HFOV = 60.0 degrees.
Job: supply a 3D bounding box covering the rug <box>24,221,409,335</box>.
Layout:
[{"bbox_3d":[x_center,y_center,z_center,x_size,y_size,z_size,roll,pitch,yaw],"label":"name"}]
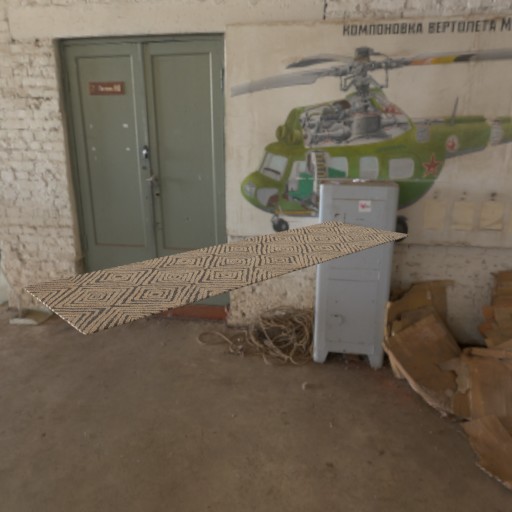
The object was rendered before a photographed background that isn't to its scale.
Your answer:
[{"bbox_3d":[0.000,0.000,2.532,2.277,0.008,0.676,-14,21,-42],"label":"rug"}]
